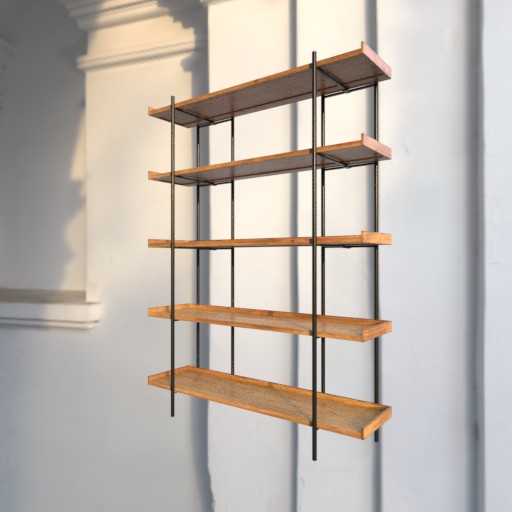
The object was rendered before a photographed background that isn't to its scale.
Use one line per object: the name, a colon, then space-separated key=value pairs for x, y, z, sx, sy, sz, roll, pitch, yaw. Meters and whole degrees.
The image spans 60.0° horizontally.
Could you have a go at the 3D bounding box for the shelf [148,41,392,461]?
shelf: x=0.000 y=0.000 z=2.401 sx=1.371 sy=1.826 sz=0.379 roll=0 pitch=0 yaw=37
